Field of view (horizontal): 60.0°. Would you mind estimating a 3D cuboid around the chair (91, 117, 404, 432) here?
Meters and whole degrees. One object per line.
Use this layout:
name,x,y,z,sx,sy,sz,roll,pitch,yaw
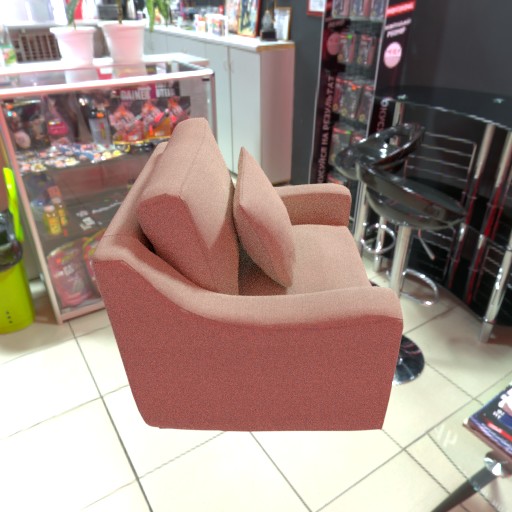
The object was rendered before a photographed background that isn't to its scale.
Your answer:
chair,0.000,0.000,1.978,1.009,1.016,1.178,0,32,0
